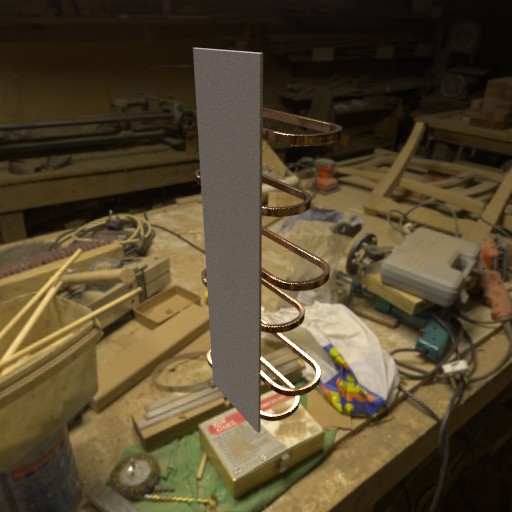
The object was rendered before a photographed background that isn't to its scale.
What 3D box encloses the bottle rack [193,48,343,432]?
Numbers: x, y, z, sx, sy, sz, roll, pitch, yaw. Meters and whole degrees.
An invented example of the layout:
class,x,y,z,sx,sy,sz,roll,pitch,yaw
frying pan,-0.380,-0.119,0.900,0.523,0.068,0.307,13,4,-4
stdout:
class,x,y,z,sx,sy,sz,roll,pitch,yaw
bottle rack,0.000,0.000,0.837,0.118,0.709,0.332,-18,33,-31
